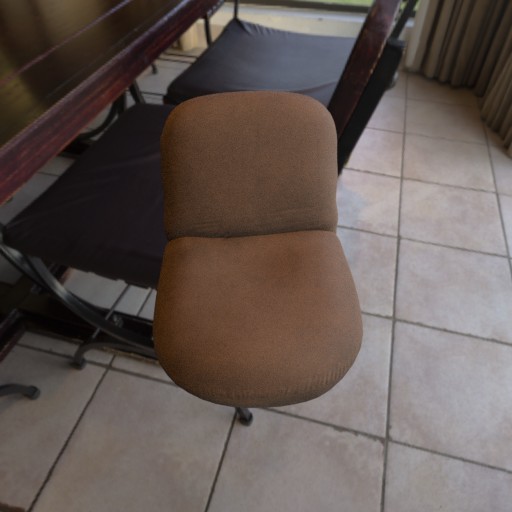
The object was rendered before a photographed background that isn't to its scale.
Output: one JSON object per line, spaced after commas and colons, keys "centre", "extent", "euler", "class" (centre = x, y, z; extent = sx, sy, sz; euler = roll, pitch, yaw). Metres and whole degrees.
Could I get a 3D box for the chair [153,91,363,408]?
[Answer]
{"centre": [0.000, 0.000, 1.070], "extent": [0.521, 0.594, 0.597], "euler": [-3, 46, -3], "class": "chair"}
